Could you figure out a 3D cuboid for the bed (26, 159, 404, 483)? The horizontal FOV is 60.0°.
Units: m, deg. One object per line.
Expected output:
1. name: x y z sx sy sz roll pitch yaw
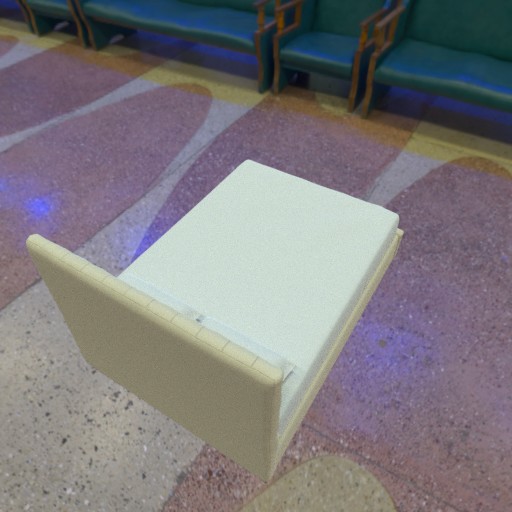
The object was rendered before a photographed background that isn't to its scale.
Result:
1. bed: 0.000 0.000 3.418 1.698 1.427 2.387 25 51 21
